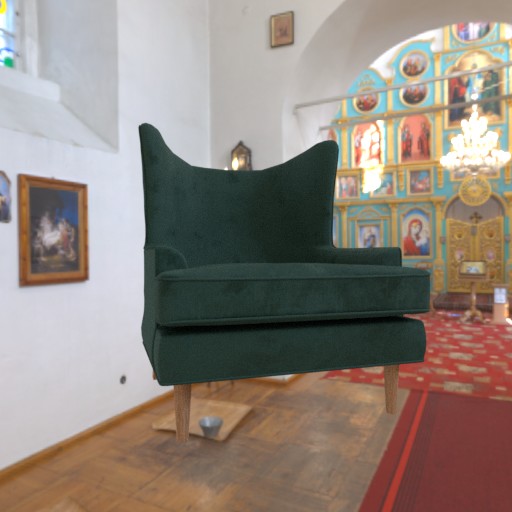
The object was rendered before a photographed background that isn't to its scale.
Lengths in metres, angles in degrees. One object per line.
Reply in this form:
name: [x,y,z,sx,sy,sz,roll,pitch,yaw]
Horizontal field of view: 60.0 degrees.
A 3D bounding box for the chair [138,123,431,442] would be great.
chair: [0.000,0.000,1.575,0.793,0.952,0.910,0,0,-18]
